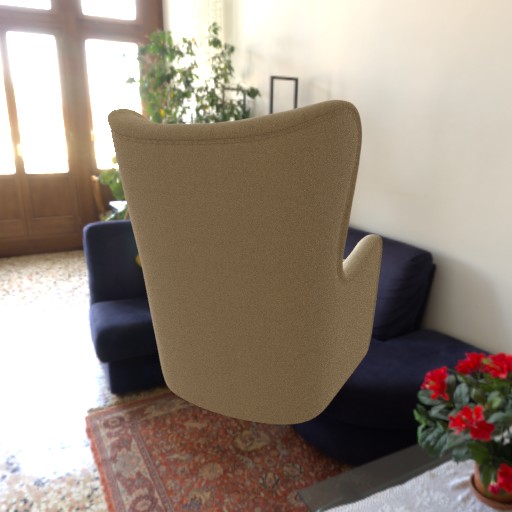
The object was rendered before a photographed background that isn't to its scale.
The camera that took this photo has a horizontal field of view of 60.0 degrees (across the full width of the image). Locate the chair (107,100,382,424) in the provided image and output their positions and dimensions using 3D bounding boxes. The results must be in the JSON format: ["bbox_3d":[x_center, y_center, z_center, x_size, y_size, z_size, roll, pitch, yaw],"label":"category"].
[{"bbox_3d":[0.000,0.000,1.715,0.831,1.079,0.929,7,16,26],"label":"chair"}]
